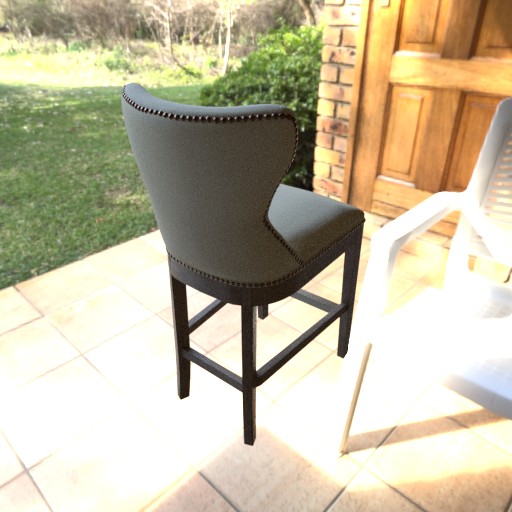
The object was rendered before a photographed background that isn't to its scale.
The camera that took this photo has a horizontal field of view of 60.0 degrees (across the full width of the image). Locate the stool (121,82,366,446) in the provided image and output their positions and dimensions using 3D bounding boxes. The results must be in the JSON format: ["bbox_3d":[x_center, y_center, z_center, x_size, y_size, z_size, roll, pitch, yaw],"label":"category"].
[{"bbox_3d":[0.000,0.000,1.319,0.498,0.981,0.608,21,36,32],"label":"stool"}]
